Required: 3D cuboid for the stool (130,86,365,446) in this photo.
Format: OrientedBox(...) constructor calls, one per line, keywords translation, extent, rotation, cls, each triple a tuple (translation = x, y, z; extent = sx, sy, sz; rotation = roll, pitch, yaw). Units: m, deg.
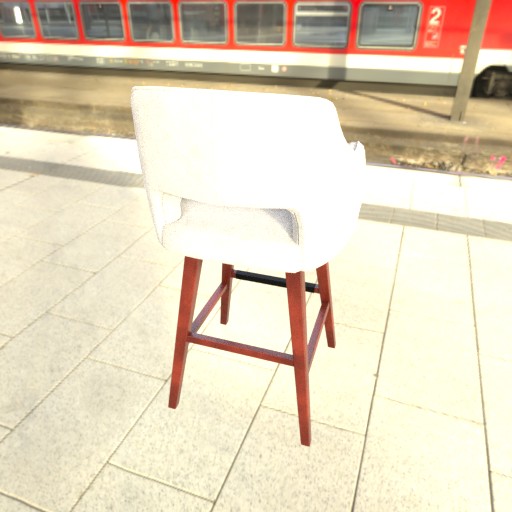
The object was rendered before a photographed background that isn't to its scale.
OrientedBox(translation=(0.000, 0.000, 1.302), extent=(0.548, 1.012, 0.558), rotation=(9, 32, 16), cls="stool")
